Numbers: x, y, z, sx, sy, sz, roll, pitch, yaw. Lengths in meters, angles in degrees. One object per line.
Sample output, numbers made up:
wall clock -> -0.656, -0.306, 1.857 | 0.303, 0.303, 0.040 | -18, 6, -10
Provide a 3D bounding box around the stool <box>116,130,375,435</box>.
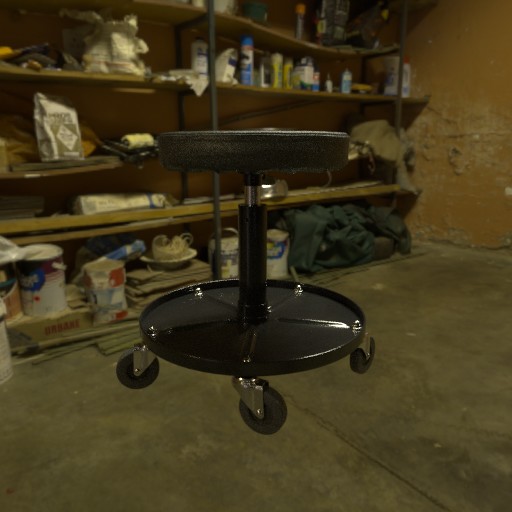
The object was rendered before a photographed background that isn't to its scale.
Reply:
stool -> 0.000, 0.000, 0.685 | 0.381, 0.365, 0.382 | 2, 14, 9
